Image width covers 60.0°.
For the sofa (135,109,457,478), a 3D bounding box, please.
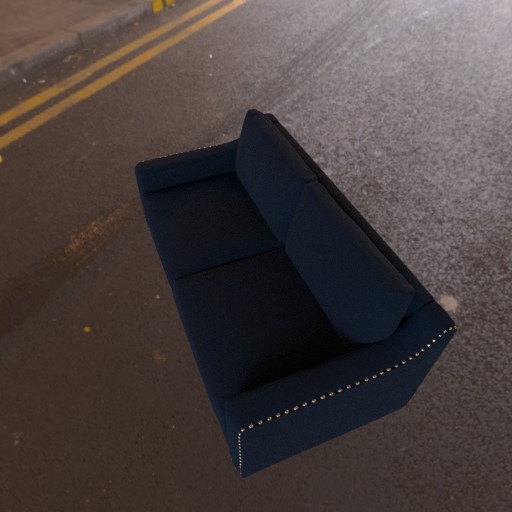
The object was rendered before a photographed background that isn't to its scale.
[{"bbox_3d":[0.000,0.000,2.745,1.104,0.983,2.107,-16,48,-15],"label":"sofa"}]
